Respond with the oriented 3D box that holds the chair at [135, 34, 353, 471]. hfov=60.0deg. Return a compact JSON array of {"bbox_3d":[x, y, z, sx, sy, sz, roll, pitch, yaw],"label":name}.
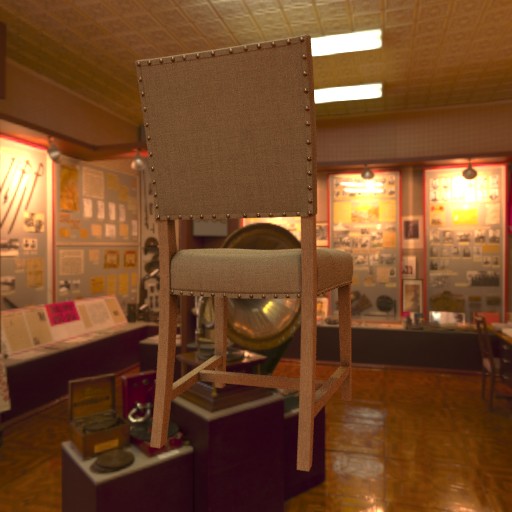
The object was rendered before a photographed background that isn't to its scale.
[{"bbox_3d":[0.000,0.000,1.312,0.508,0.986,0.622,0,1,18],"label":"chair"}]
